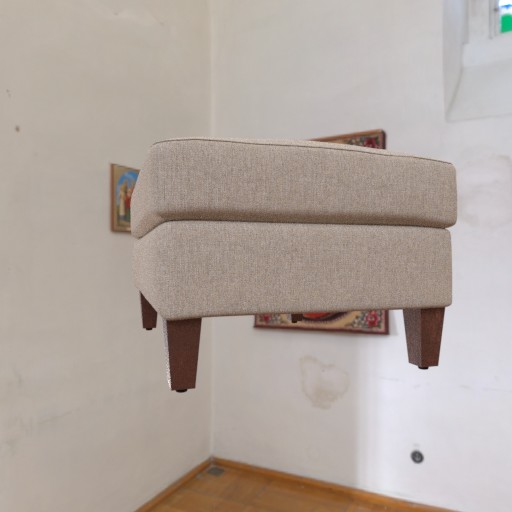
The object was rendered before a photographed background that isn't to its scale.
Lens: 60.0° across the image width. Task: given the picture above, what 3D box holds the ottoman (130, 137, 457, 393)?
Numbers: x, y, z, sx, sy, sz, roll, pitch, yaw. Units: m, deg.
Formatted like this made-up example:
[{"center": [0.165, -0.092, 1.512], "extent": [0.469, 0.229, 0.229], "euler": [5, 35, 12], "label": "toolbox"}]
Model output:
[{"center": [0.000, 0.000, 1.286], "extent": [0.677, 0.519, 0.898], "euler": [0, 0, -18], "label": "ottoman"}]
